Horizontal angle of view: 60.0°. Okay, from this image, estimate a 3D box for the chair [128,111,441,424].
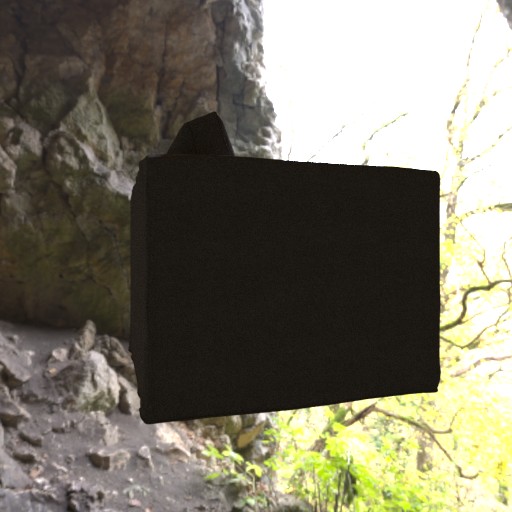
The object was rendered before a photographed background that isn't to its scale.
[{"bbox_3d":[0.000,0.000,1.755,0.949,0.863,1.057,0,0,-18],"label":"chair"}]
